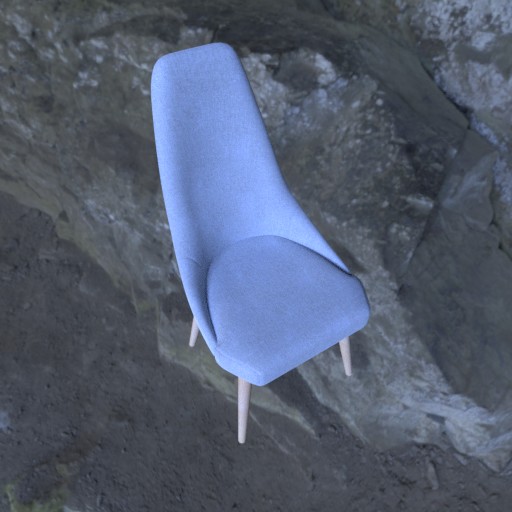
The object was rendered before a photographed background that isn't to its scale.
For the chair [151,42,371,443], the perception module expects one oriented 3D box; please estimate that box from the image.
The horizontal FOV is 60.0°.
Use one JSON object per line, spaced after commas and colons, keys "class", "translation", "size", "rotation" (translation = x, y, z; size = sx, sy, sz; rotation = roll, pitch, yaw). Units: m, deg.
{"class": "chair", "translation": [0.000, 0.000, 1.369], "size": [0.510, 1.040, 0.660], "rotation": [-24, 51, -21]}
